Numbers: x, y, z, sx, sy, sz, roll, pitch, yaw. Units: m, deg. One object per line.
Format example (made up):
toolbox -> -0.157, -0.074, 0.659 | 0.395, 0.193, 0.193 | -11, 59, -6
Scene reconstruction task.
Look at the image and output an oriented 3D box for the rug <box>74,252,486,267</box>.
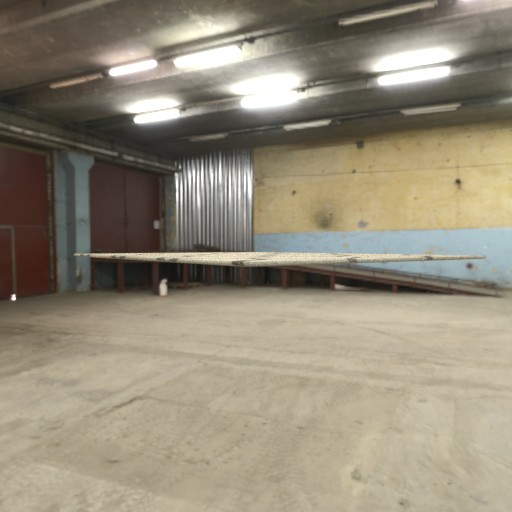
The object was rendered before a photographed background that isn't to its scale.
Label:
rug -> 0.000, 0.000, 4.029 | 2.399, 0.026, 3.000 | -1, 2, -37
